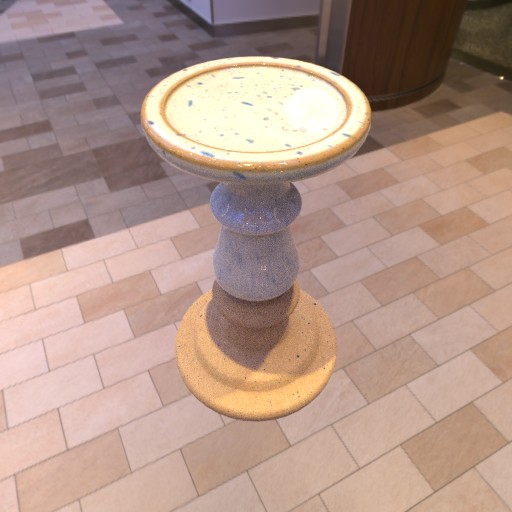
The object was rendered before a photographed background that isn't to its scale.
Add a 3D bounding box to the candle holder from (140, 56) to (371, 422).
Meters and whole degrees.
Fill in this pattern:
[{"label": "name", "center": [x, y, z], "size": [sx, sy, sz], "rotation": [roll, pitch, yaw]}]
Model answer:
[{"label": "candle holder", "center": [0.000, 0.000, 0.272], "size": [0.123, 0.202, 0.123], "rotation": [0, 46, 0]}]
